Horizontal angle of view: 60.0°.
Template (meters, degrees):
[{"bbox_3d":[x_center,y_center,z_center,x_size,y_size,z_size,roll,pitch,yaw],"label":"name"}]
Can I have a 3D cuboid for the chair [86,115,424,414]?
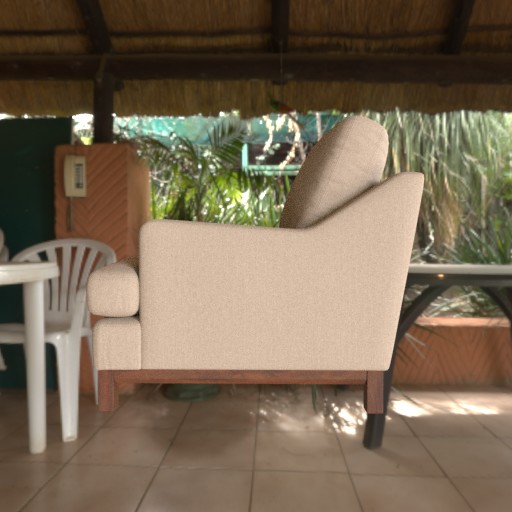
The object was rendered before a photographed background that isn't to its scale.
[{"bbox_3d":[0.000,0.000,1.728,1.001,0.916,0.912,0,1,1],"label":"chair"}]
